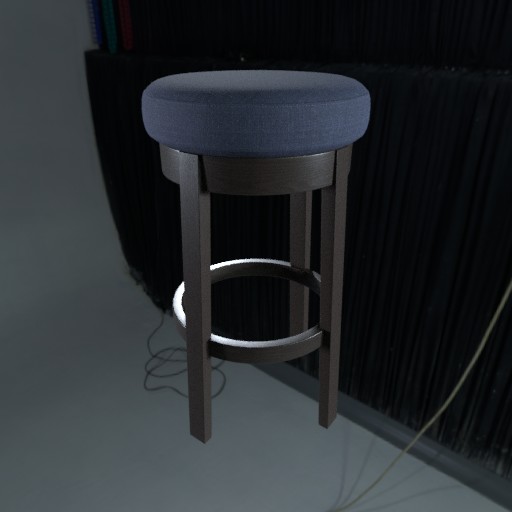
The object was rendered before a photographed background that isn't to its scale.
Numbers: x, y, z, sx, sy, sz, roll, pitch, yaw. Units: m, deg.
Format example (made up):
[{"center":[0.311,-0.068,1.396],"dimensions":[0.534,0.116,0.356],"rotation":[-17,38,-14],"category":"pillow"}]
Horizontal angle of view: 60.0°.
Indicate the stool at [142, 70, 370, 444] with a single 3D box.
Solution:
[{"center":[0.000,0.000,0.996],"dimensions":[0.446,0.758,0.446],"rotation":[0,27,0],"category":"stool"}]
